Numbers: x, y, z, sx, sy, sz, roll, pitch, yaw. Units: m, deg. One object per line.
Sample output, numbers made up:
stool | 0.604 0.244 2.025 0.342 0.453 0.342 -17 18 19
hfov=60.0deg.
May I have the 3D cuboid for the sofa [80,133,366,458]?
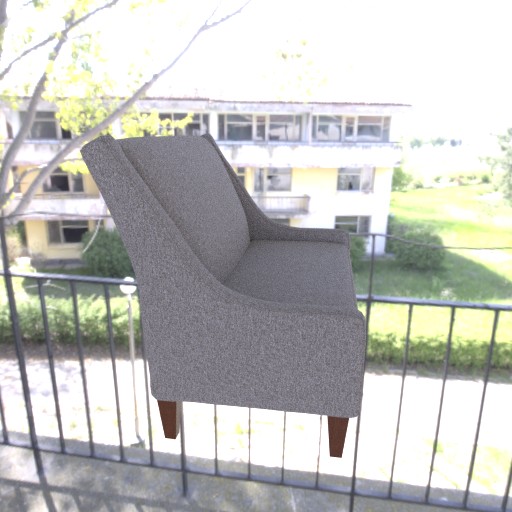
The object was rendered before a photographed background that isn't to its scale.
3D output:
sofa | 0.000 0.000 1.934 0.862 1.026 1.242 3 16 9
